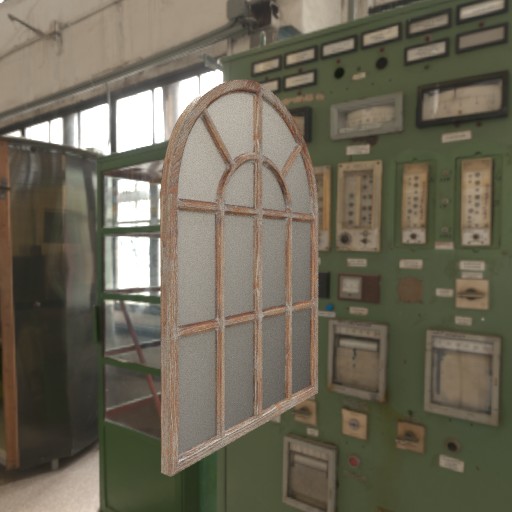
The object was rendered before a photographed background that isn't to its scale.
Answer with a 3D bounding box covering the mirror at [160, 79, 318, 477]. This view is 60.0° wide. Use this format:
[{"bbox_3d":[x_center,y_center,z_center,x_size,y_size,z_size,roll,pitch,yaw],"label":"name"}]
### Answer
[{"bbox_3d":[0.000,0.000,1.202,0.032,0.920,0.660,1,1,36],"label":"mirror"}]
